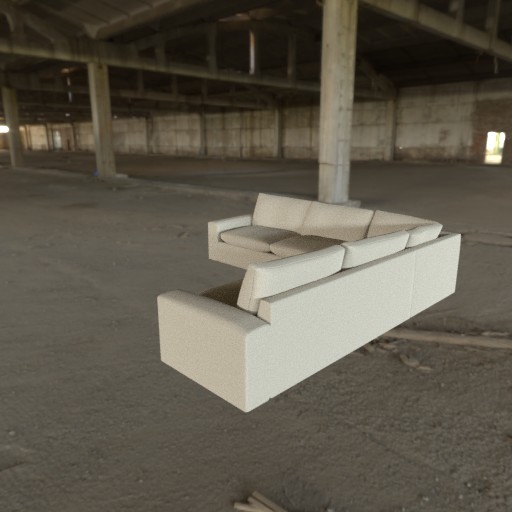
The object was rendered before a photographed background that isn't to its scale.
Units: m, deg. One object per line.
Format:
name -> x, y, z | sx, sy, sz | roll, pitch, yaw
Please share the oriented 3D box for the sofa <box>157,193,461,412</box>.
sofa -> 0.000, 0.000, 4.782 | 3.206, 0.918, 3.066 | -14, 20, -43
